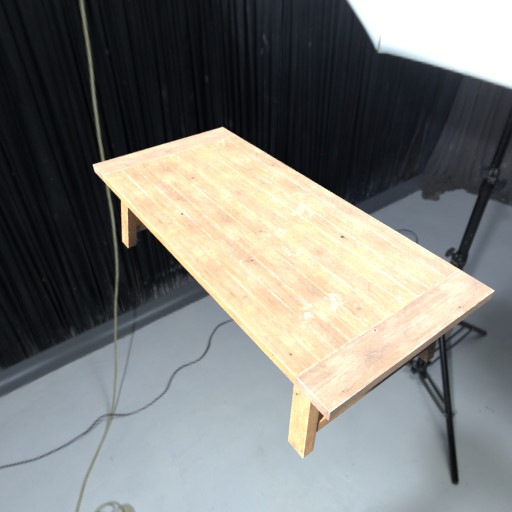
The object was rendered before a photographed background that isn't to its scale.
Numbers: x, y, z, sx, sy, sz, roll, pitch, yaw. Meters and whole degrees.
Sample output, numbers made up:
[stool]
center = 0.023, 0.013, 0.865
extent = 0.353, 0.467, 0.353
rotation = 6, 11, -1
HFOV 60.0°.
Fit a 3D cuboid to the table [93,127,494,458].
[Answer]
[table]
center = 0.000, 0.000, 2.123
extent = 0.820, 0.465, 1.800
rotation = -25, 45, -27
